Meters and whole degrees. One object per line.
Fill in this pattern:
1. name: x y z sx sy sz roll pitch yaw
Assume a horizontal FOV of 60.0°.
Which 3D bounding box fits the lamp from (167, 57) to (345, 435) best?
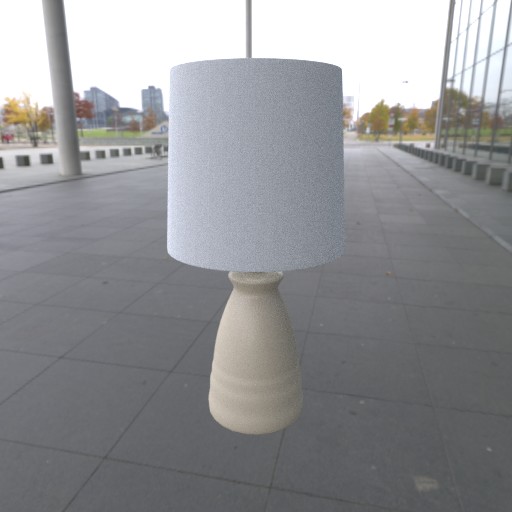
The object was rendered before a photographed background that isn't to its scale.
1. lamp: 0.000 0.000 0.477 0.186 0.369 0.186 0 16 0
